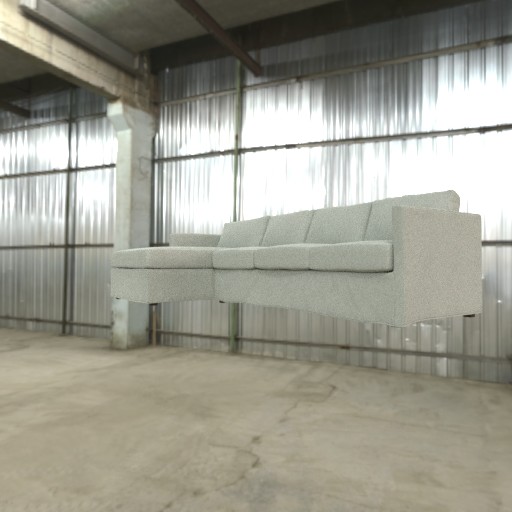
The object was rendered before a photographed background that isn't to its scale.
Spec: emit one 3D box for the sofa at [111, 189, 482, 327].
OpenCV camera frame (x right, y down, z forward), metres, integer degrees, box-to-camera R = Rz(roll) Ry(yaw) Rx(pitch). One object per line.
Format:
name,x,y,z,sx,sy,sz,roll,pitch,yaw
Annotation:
sofa,0.000,0.000,3.930,1.650,0.922,3.205,1,-1,-36
